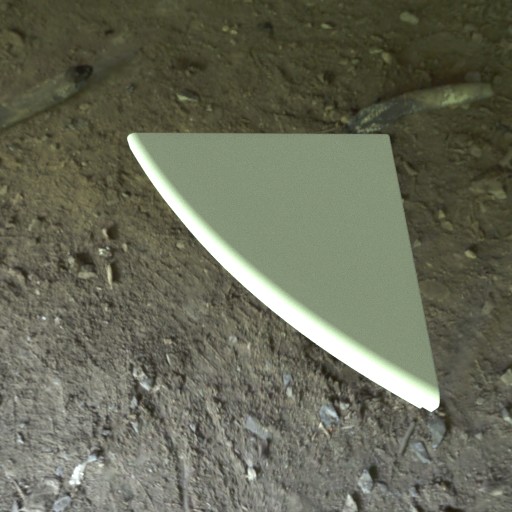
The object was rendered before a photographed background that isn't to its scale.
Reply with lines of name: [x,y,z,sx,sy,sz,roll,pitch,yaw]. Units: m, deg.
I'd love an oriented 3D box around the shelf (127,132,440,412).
shelf: [0.000,0.000,0.460,0.310,0.050,0.310,0,58,0]
